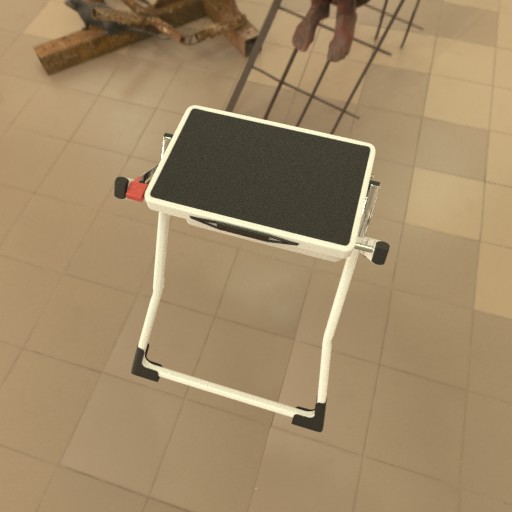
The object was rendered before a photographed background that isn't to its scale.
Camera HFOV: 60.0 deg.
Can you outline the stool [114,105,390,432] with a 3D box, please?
[{"bbox_3d":[0.000,0.000,0.851,0.485,0.445,0.490,15,63,8],"label":"stool"}]
